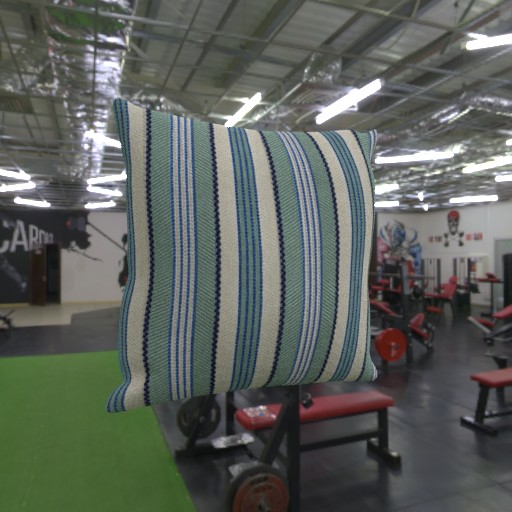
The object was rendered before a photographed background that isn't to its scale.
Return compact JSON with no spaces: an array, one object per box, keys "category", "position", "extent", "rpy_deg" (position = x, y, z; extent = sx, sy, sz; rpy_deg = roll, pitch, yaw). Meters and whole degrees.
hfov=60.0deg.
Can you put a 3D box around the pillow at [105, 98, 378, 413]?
[{"category":"pillow","position":[0.000,0.000,0.682],"extent":[0.440,0.441,0.182],"rpy_deg":[0,0,-19]}]
